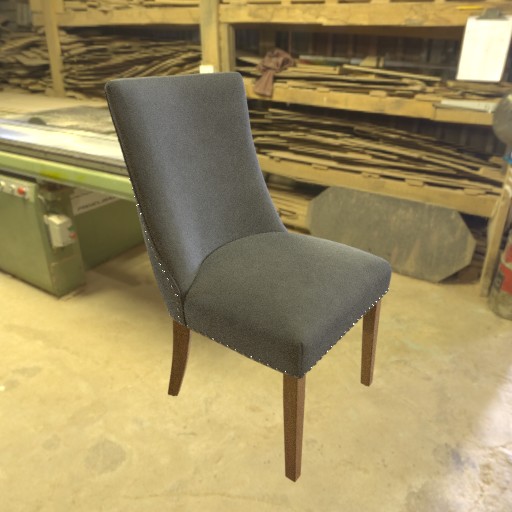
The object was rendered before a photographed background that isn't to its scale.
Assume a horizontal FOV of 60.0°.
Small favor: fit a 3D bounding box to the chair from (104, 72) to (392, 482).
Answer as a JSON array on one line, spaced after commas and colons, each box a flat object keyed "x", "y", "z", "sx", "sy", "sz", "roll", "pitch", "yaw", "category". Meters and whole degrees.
[{"x": 0.000, "y": 0.000, "z": 1.211, "sx": 0.610, "sy": 0.902, "sz": 0.495, "roll": 18, "pitch": 31, "yaw": 33, "category": "chair"}]
